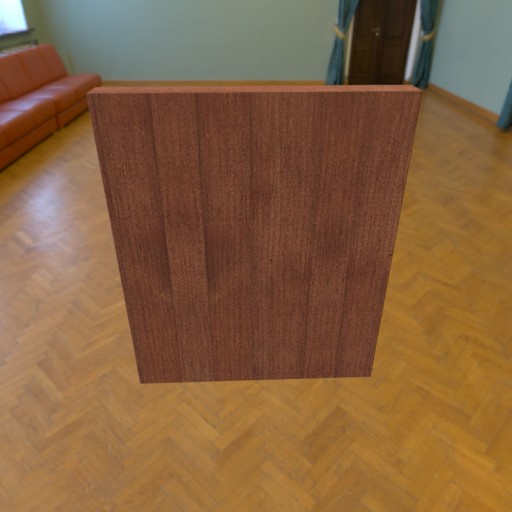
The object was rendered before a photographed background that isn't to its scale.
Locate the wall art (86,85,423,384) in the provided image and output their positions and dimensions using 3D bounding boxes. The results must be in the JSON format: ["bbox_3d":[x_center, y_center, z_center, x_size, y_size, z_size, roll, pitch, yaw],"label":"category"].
[{"bbox_3d":[0.000,0.000,0.628,0.377,0.449,0.039,-1,31,-2],"label":"wall art"}]
